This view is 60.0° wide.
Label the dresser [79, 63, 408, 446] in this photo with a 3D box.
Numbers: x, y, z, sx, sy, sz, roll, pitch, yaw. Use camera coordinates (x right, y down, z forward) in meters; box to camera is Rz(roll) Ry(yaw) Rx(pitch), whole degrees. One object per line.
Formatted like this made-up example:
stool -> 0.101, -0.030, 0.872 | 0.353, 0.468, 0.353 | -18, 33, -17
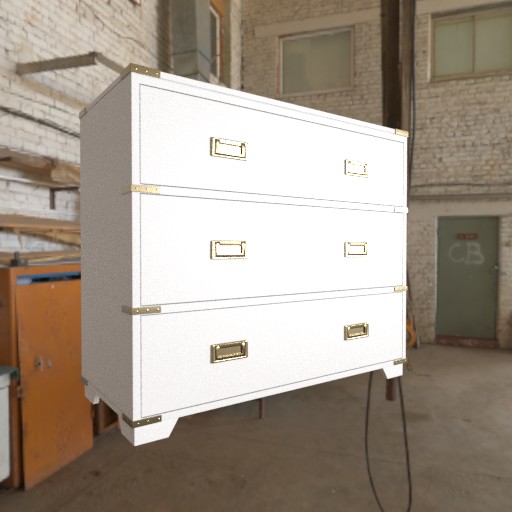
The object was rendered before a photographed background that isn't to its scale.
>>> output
dresser -> 0.000, 0.000, 1.492 | 1.022, 0.891, 0.460 | -1, 1, -35
